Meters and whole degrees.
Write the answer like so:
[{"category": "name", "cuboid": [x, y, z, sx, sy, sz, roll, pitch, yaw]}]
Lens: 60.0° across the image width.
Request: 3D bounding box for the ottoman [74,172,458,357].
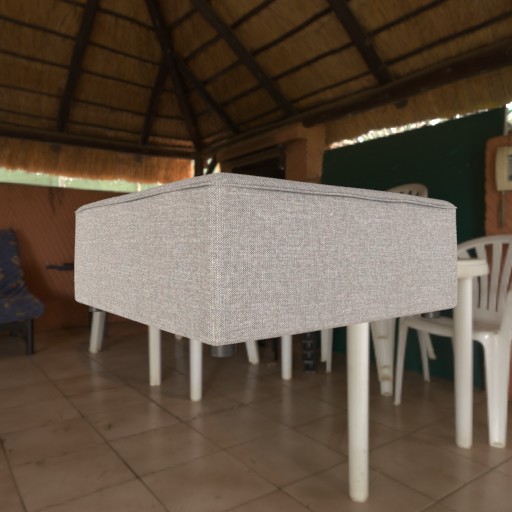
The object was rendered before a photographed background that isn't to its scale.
[{"category": "ottoman", "cuboid": [0.000, 0.000, 1.611, 1.017, 0.423, 1.023, -1, 2, -37]}]
